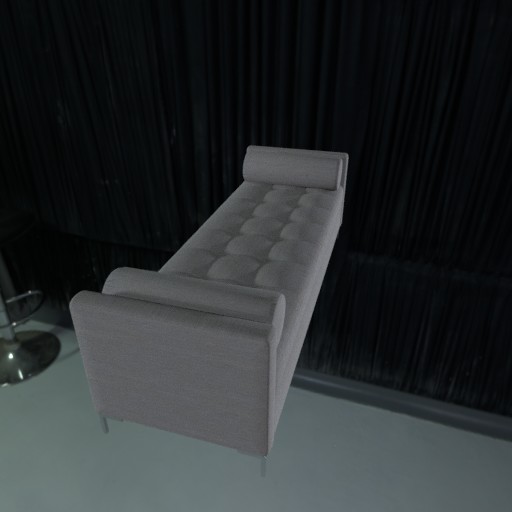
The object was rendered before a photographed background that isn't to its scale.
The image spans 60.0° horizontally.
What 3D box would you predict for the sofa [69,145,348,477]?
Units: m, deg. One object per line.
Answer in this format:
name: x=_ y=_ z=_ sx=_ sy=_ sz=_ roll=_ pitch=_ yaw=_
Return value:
sofa: x=0.000 y=0.000 z=2.314 sx=0.686 sy=0.635 sz=1.981 roll=8 pitch=30 yaw=15
